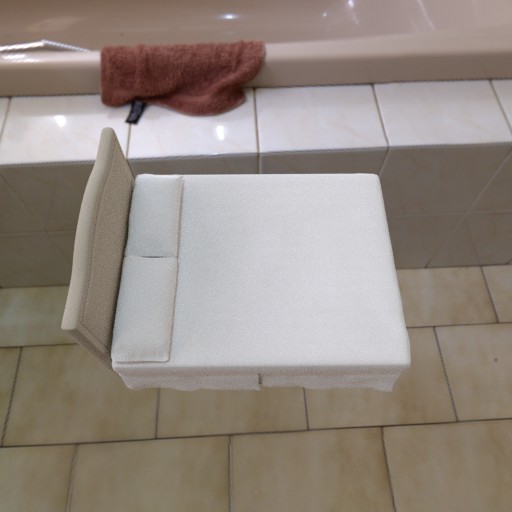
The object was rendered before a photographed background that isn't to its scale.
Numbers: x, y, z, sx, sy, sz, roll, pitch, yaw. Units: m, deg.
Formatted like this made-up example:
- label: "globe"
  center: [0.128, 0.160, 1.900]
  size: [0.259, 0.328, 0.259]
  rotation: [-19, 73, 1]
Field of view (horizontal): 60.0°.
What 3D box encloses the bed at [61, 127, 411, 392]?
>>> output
- label: "bed"
  center: [0.000, 0.000, 3.733]
  size: [2.477, 1.437, 1.977]
  rotation: [0, 62, 0]
